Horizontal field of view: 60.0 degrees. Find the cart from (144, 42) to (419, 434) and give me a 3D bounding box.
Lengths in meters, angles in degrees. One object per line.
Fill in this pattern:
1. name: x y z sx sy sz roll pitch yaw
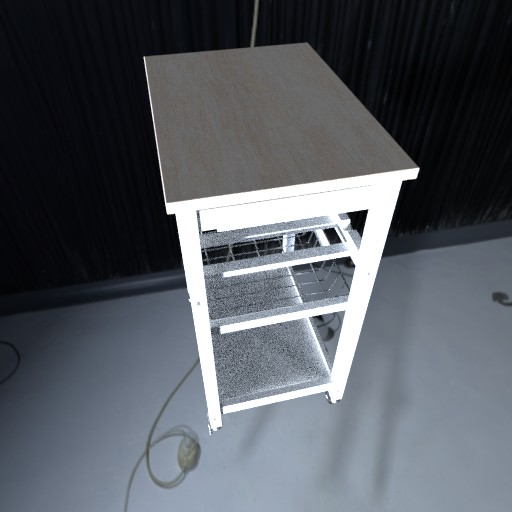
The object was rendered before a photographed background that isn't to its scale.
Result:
1. cart: 0.000 0.000 1.178 0.406 0.857 0.578 -9 45 -9
